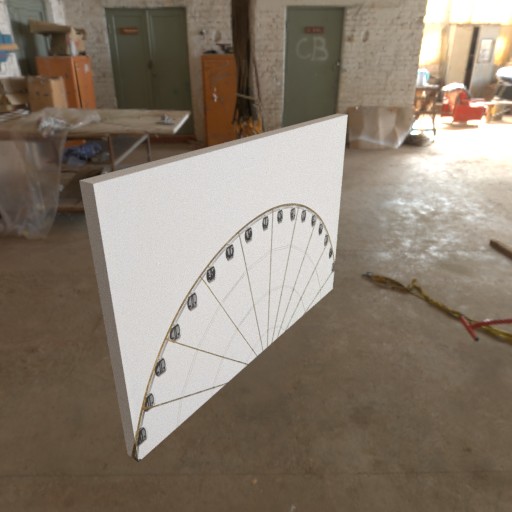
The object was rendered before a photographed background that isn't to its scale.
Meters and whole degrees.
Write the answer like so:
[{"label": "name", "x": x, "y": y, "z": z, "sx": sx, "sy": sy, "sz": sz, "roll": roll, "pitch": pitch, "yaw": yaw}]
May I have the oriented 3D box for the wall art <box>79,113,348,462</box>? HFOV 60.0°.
[{"label": "wall art", "x": 0.000, "y": 0.000, "z": 1.139, "sx": 0.038, "sy": 0.601, "sz": 0.898, "roll": 17, "pitch": 31, "yaw": 32}]
